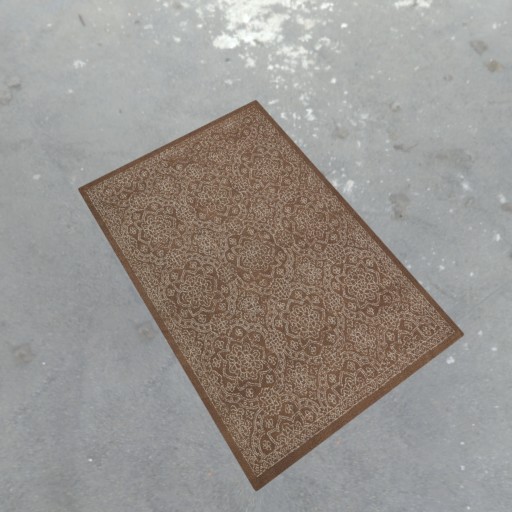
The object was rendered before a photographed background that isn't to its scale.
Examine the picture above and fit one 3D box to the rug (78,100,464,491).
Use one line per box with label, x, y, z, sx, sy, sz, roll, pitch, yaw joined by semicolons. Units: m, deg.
rug;0.000;0.000;2.333;1.219;0.010;1.829;-31;68;-14
